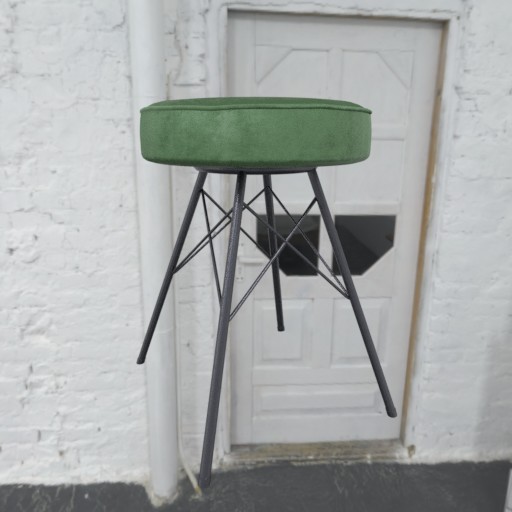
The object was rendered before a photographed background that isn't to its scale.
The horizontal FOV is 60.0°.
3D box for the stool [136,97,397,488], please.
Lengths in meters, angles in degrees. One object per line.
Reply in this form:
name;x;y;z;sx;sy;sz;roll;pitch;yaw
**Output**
stool;0.000;0.000;0.905;0.430;0.595;0.457;-8;17;-26
